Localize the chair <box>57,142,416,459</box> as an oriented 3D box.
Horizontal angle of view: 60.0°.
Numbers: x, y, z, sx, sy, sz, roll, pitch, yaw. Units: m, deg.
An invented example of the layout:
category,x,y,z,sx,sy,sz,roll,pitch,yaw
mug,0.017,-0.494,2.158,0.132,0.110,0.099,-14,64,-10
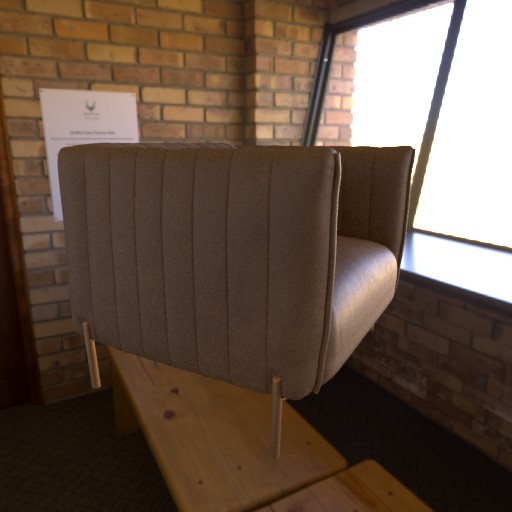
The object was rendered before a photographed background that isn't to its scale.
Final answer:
category,x,y,z,sx,sy,sz,roll,pitch,yaw
chair,0.000,0.000,1.570,0.876,0.779,0.981,8,16,28
